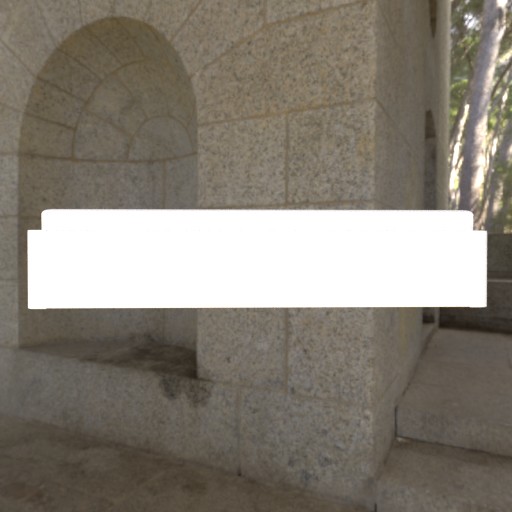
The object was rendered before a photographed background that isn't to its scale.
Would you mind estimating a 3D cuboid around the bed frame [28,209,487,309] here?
[{"bbox_3d":[0.000,0.000,2.499,1.900,0.406,1.400,0,1,-2],"label":"bed frame"}]
